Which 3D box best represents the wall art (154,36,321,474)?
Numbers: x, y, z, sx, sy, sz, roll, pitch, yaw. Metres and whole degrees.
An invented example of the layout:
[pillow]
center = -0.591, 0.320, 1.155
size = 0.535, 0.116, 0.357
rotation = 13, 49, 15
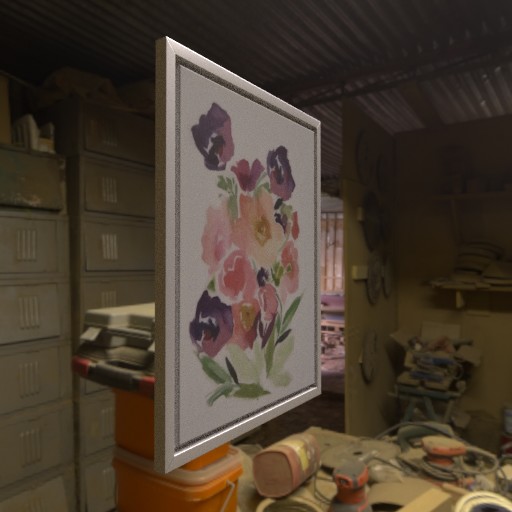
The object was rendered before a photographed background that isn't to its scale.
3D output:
[wall art]
center = 0.000, 0.000, 1.404
size = 0.042, 1.056, 0.805
rotation = -1, -1, 36
